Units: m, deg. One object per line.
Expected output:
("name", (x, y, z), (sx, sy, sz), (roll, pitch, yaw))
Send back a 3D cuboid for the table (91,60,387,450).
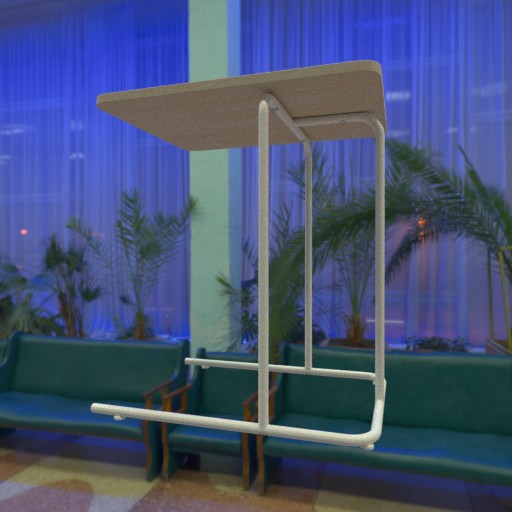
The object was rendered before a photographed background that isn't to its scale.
("table", (0.000, 0.000, 0.862), (0.480, 0.550, 0.370), (0, 0, 18))
